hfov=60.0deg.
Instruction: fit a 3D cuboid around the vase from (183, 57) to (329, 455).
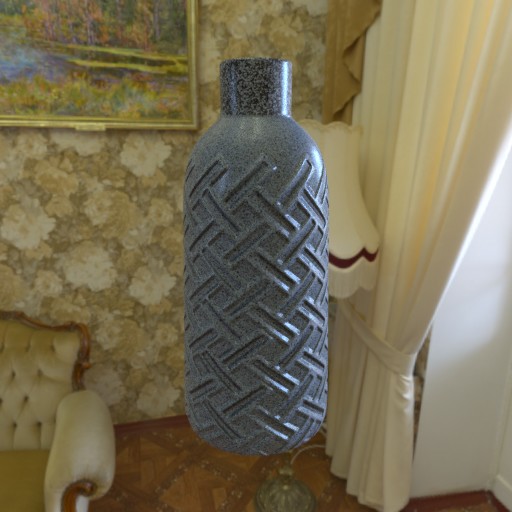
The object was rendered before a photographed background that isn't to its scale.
[{"bbox_3d":[0.000,0.000,0.350,0.122,0.282,0.122,0,16,0],"label":"vase"}]
